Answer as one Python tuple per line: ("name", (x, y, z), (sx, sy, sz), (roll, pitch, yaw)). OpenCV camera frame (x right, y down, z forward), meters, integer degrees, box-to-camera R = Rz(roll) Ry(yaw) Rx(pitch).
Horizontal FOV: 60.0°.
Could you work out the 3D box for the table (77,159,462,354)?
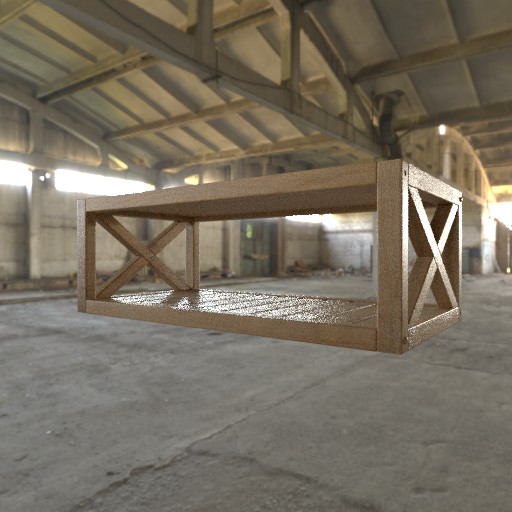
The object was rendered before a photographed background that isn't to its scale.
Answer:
("table", (0.000, 0.000, 1.675), (1.321, 0.457, 0.660), (0, 0, 36))
